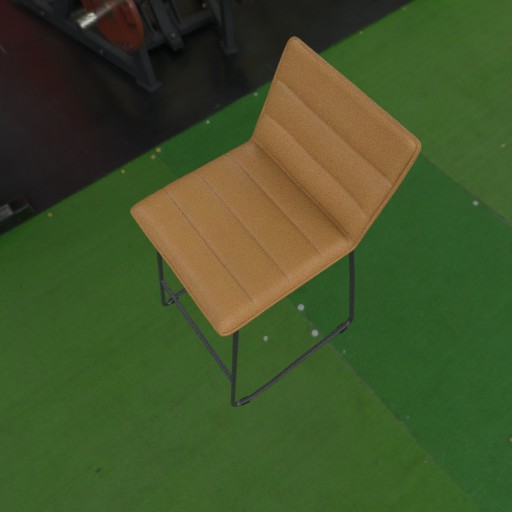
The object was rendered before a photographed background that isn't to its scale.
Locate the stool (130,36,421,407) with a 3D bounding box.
[{"bbox_3d":[0.000,0.000,1.224,0.524,0.936,0.489,-33,68,-16],"label":"stool"}]
